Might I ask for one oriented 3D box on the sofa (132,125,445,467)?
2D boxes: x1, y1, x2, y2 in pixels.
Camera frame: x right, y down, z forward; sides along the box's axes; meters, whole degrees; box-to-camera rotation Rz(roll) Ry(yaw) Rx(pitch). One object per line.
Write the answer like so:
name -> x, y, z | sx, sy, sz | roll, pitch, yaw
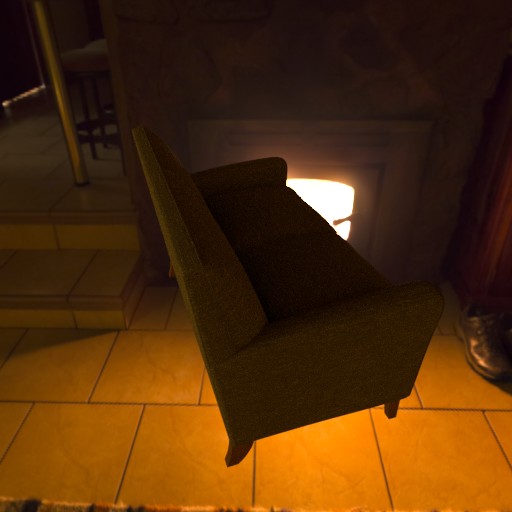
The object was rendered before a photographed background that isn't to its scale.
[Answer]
sofa -> 0.000, 0.000, 2.031 | 0.867, 0.905, 1.509 | -10, 32, -16
